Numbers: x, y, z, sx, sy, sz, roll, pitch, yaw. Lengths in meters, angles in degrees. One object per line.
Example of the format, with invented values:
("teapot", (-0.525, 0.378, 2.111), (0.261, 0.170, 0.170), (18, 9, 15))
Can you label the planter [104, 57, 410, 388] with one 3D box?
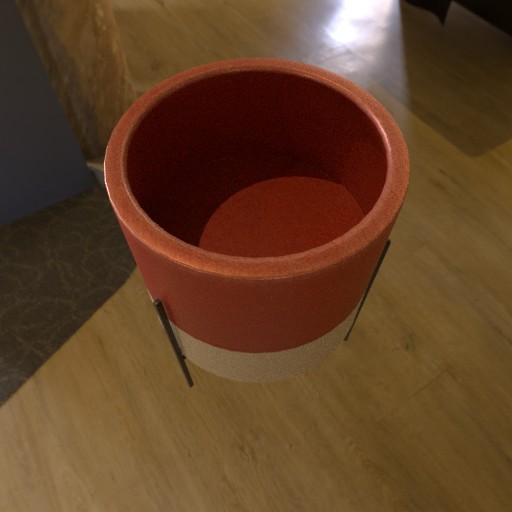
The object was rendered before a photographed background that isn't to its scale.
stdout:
("planter", (0.000, 0.000, 0.696), (0.345, 0.465, 0.354), (-14, 58, -9))
